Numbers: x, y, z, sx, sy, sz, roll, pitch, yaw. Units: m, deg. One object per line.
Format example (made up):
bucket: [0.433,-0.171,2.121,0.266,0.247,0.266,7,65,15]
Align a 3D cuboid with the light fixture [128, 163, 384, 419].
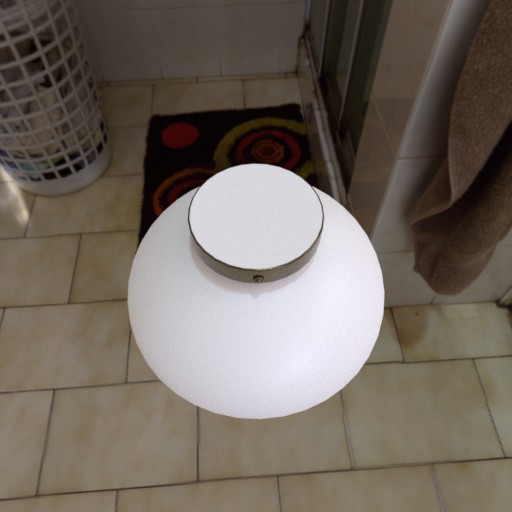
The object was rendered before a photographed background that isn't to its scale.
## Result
light fixture: [0.000,0.000,0.557,0.355,0.177,0.355,0,57,0]
